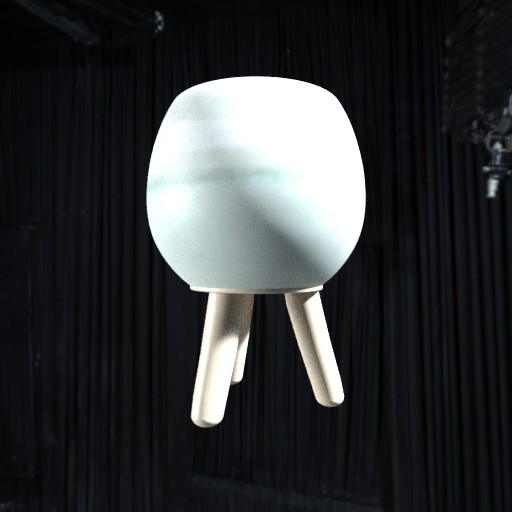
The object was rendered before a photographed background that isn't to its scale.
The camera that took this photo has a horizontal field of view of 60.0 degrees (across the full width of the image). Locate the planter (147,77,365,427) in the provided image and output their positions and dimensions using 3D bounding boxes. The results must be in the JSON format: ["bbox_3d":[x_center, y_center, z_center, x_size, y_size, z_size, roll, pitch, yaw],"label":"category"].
[{"bbox_3d":[0.000,0.000,0.337,0.161,0.224,0.161,0,0,0],"label":"planter"}]
